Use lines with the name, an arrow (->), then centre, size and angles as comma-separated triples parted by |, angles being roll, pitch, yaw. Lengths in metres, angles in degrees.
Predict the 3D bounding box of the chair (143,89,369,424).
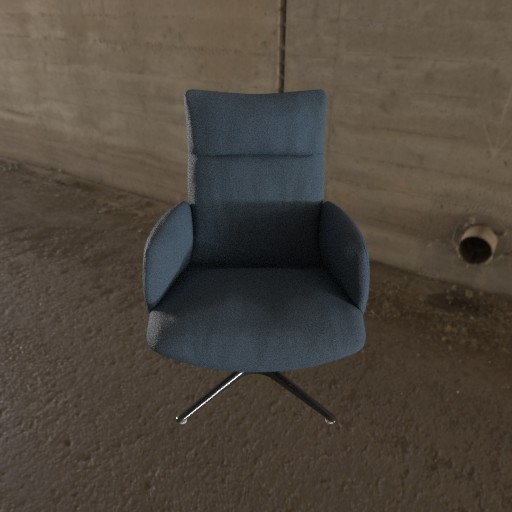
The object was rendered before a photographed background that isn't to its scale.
chair -> 0.000, 0.000, 1.592 | 0.711, 1.016, 0.889 | 0, 30, 0
